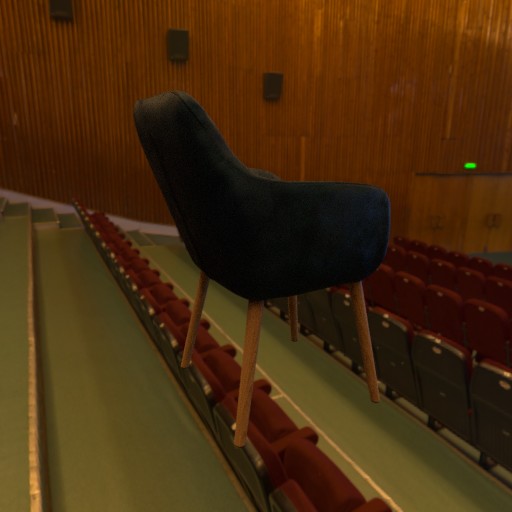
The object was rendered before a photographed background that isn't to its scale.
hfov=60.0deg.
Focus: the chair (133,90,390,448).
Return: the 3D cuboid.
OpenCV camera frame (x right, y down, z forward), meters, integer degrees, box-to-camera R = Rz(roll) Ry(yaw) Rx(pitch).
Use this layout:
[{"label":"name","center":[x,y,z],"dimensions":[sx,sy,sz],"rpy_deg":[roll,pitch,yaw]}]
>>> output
[{"label":"chair","center":[0.000,0.000,1.242],"dimensions":[0.573,0.826,0.578],"rpy_deg":[-8,17,-26]}]
